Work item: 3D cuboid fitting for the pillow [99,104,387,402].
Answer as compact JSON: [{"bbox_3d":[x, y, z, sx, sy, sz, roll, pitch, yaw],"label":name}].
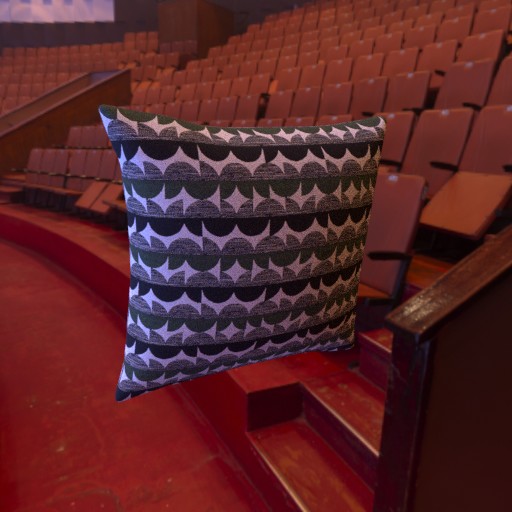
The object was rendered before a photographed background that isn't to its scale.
[{"bbox_3d":[0.000,0.000,0.653,0.419,0.404,0.180,-6,15,-24],"label":"pillow"}]
